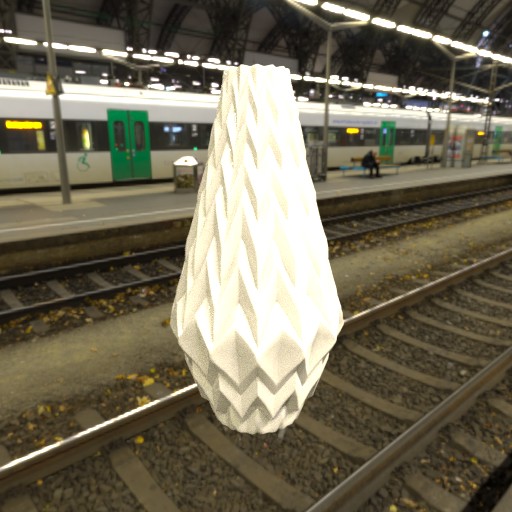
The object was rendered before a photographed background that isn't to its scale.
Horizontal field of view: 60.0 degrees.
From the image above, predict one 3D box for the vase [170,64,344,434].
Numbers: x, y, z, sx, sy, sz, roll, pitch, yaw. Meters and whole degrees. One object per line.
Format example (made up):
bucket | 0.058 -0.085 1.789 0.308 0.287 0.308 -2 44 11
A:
vase | 0.000 0.000 0.418 0.167 0.328 0.167 0 15 0
